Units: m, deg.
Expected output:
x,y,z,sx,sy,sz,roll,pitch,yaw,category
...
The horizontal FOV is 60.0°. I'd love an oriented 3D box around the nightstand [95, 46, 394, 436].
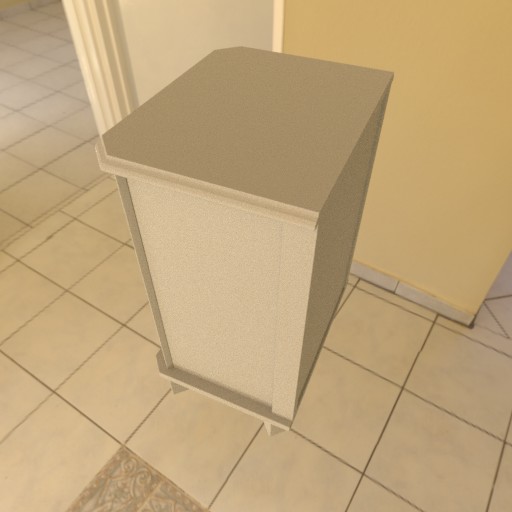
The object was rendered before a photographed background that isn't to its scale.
x,y,z,sx,sy,sz,roll,pitch,yaw,category
0.000,0.000,0.943,0.350,0.680,0.450,17,48,17,nightstand
